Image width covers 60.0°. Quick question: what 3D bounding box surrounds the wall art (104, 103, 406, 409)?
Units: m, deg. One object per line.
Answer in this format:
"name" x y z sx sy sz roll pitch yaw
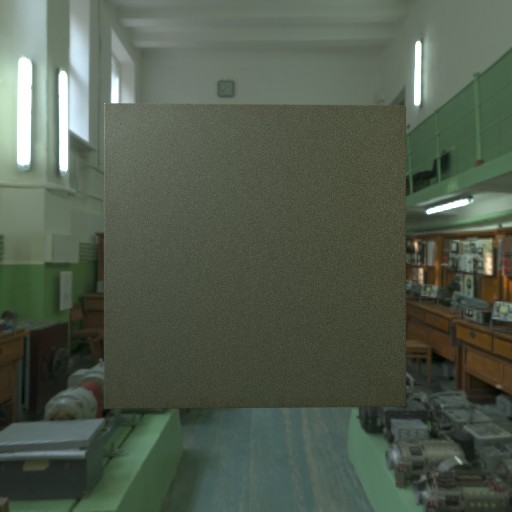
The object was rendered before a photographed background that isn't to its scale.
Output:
"wall art" 0.000 0.000 0.758 0.503 0.506 0.040 0 0 -1
